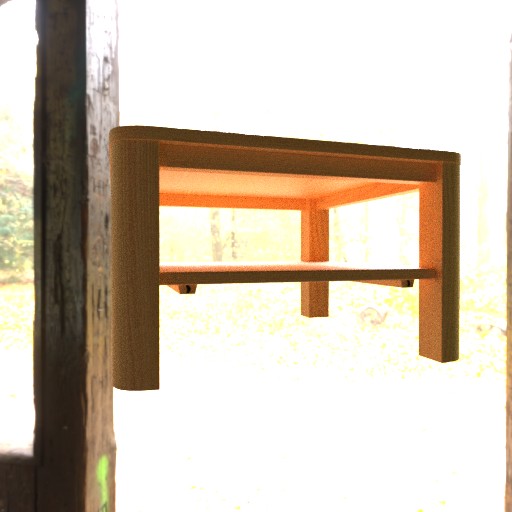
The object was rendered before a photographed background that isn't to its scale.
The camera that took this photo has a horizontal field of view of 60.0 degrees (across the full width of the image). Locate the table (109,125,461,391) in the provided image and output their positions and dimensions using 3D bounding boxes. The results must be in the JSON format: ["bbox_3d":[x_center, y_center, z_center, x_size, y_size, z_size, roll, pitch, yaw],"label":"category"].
[{"bbox_3d":[0.000,0.000,1.200,0.750,0.450,0.750,0,1,-18],"label":"table"}]
